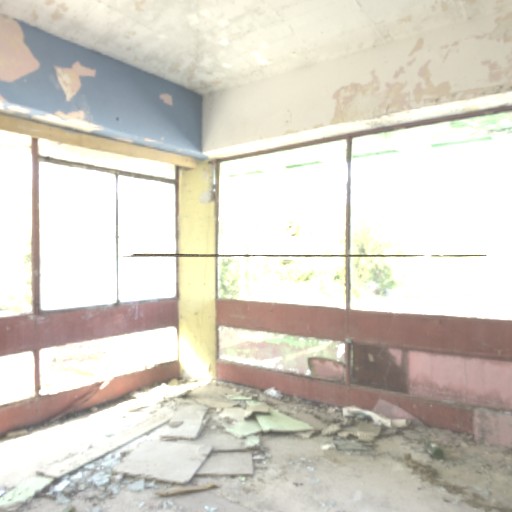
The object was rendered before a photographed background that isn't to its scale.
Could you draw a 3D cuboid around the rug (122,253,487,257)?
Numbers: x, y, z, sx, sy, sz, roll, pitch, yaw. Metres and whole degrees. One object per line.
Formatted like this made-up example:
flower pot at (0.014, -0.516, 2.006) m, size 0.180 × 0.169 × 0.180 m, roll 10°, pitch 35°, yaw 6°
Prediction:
rug at (0.000, 0.000, 4.314) m, size 2.443 × 0.024 × 3.228 m, roll 0°, pitch 0°, yaw -18°
